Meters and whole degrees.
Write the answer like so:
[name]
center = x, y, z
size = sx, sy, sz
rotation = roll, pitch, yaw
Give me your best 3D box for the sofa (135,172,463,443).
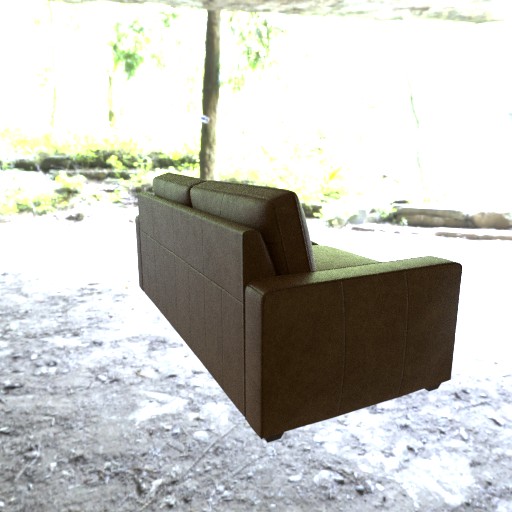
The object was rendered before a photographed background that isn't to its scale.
[sofa]
center = 0.000, 0.000, 2.631
size = 0.991, 0.928, 2.156
rotation = -6, 15, -25
